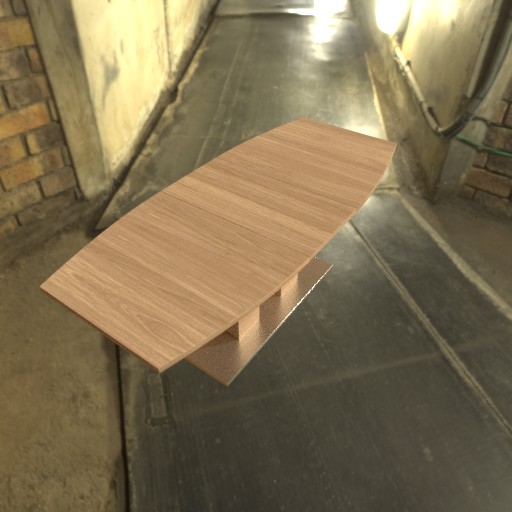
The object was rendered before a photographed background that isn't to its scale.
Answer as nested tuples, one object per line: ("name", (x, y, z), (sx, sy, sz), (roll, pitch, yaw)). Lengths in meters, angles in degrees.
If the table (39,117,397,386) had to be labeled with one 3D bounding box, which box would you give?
("table", (0.000, 0.000, 2.487), (0.900, 0.750, 2.032), (25, 46, 26))
